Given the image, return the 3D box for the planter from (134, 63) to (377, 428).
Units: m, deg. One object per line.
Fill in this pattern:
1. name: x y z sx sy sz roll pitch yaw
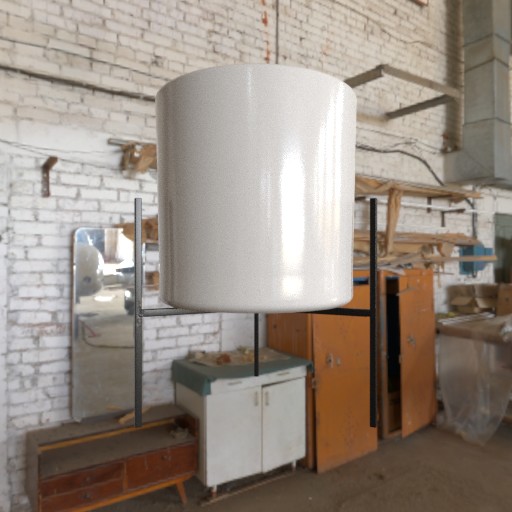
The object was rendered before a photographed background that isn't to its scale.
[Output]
1. planter: 0.000 0.000 0.645 0.307 0.431 0.308 0 0 0
